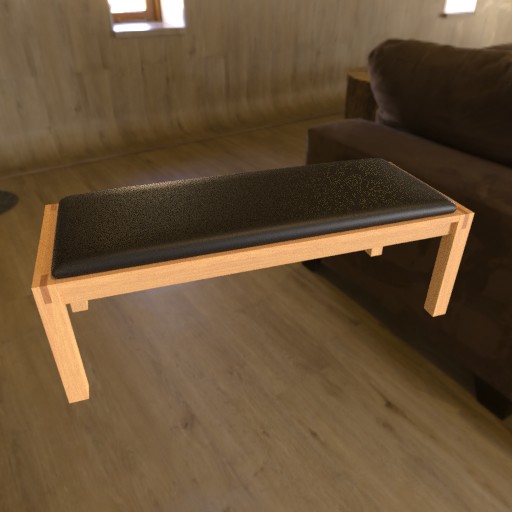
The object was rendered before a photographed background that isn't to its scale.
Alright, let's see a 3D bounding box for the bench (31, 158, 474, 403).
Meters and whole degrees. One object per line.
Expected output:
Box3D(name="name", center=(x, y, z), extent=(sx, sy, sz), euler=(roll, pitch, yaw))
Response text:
Box3D(name="bench", center=(0.000, 0.000, 1.411), extent=(1.202, 0.430, 0.450), euler=(-10, 33, -15))
